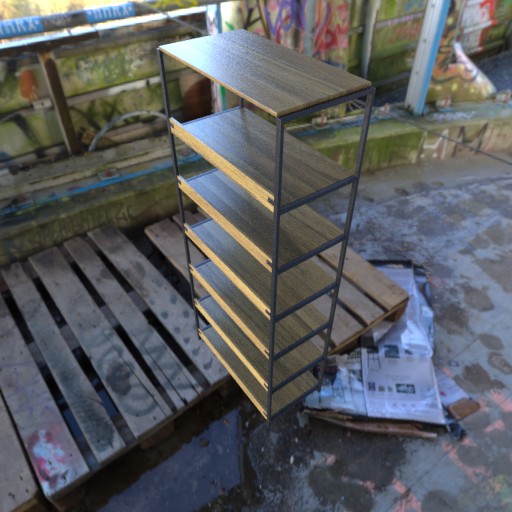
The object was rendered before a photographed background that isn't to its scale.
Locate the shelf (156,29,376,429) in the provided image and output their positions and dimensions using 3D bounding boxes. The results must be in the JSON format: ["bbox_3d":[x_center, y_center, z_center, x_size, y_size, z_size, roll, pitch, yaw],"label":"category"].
[{"bbox_3d":[0.000,0.000,2.389,0.431,2.015,0.847,-26,48,-26],"label":"shelf"}]
